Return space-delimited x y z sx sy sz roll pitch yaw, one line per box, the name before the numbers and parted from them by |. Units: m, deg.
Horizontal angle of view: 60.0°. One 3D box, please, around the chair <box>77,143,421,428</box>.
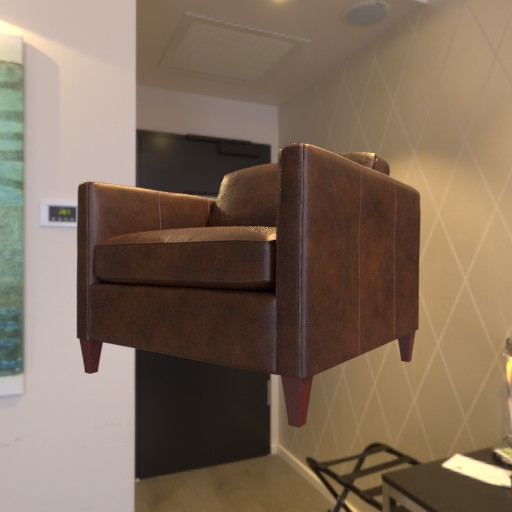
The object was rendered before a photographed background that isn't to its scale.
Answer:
chair | 0.000 0.000 1.732 0.990 0.864 0.975 0 -1 36
